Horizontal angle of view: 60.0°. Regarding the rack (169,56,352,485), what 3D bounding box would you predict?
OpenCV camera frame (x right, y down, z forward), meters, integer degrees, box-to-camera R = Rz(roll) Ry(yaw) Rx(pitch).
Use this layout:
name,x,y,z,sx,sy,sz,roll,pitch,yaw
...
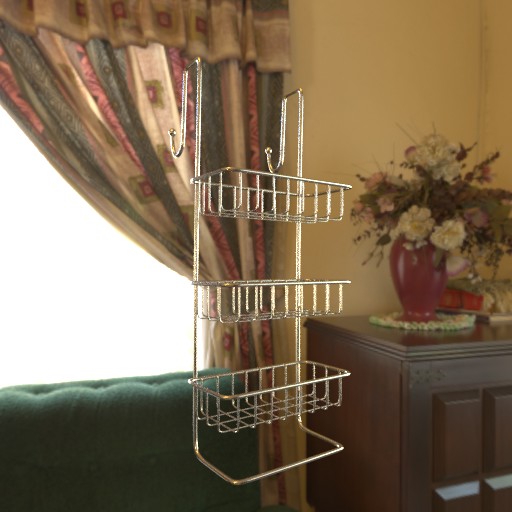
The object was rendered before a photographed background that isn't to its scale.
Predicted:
name,x,y,z,sx,sy,sz,roll,pitch,yaw
rack,0.000,0.000,0.682,0.228,0.574,0.202,1,-2,-35
